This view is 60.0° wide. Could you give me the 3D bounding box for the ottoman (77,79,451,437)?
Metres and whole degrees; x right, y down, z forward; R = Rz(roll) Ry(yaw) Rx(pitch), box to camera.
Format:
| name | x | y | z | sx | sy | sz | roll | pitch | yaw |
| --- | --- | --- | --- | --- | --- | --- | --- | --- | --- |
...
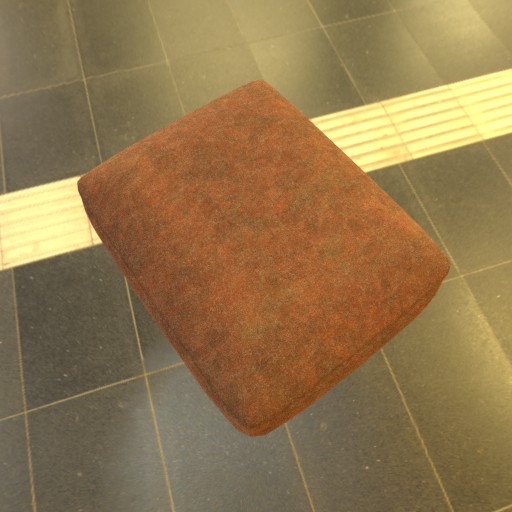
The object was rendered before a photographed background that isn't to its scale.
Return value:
| name | x | y | z | sx | sy | sz | roll | pitch | yaw |
| --- | --- | --- | --- | --- | --- | --- | --- | --- | --- |
| ottoman | 0.000 | 0.000 | 1.213 | 0.635 | 0.508 | 0.787 | -34 | 69 | -15 |
